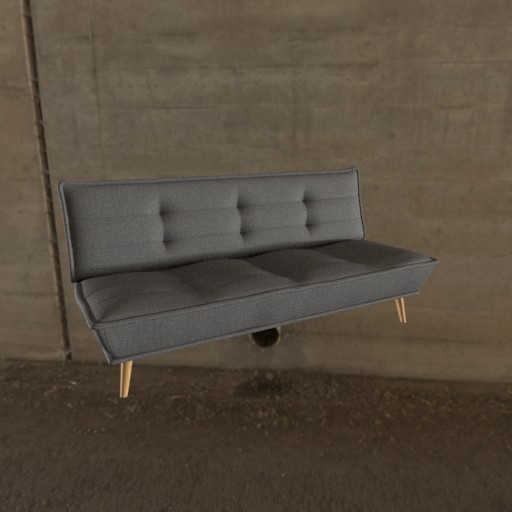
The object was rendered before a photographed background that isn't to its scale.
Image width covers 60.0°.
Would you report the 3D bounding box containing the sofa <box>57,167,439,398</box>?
[{"bbox_3d":[0.000,0.000,2.515,1.940,0.890,0.950,-8,18,-27],"label":"sofa"}]
